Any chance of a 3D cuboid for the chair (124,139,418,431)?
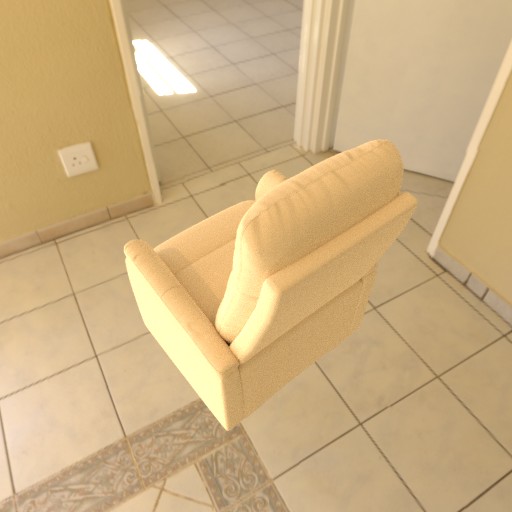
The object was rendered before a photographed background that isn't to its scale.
[{"bbox_3d":[0.000,0.000,1.664,0.775,1.082,0.831,-31,55,-25],"label":"chair"}]
